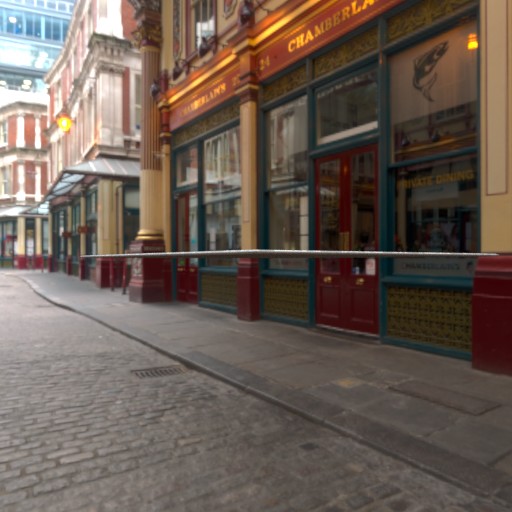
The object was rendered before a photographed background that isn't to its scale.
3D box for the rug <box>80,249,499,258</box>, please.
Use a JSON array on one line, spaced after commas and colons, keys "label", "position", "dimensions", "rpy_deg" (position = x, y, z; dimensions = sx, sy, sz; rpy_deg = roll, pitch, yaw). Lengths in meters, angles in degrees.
[{"label": "rug", "position": [0.000, 0.000, 2.777], "dimensions": [1.578, 0.014, 2.206], "rpy_deg": [0, -1, -35]}]
